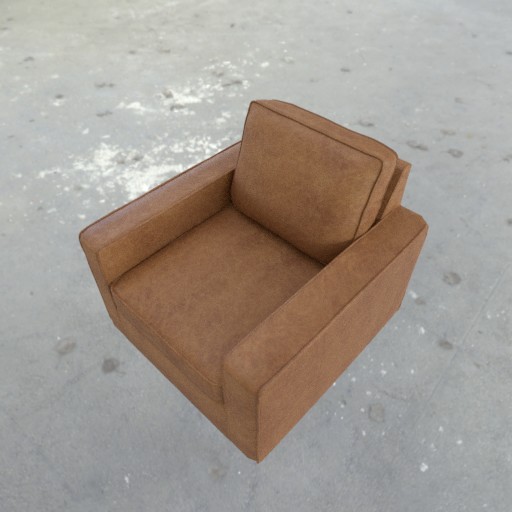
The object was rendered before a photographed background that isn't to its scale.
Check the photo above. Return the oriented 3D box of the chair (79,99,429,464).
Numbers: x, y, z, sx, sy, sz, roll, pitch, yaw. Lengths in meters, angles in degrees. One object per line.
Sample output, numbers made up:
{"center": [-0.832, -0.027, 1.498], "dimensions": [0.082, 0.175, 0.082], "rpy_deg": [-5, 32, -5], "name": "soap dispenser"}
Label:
{"center": [0.000, 0.000, 1.770], "dimensions": [0.987, 0.901, 1.027], "rpy_deg": [32, 54, 27], "name": "chair"}
